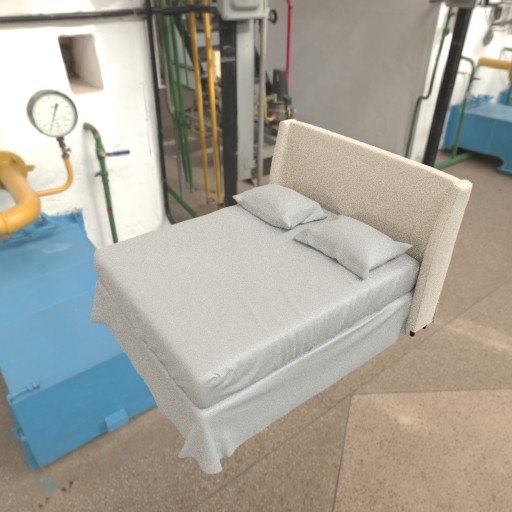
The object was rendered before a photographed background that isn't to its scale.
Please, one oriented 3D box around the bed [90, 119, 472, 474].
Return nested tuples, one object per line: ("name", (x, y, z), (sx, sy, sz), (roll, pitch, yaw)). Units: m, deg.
("bed", (0.000, 0.000, 3.412), (2.276, 1.332, 1.925), (-22, 39, -30))
